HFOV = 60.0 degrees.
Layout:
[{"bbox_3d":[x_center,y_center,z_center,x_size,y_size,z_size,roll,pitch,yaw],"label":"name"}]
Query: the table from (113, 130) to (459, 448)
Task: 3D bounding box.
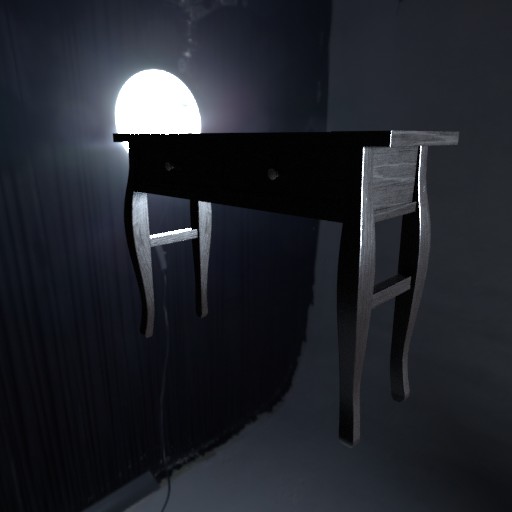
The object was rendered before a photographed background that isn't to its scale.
[{"bbox_3d":[0.000,0.000,1.434,1.062,0.768,0.373,14,20,42],"label":"table"}]
